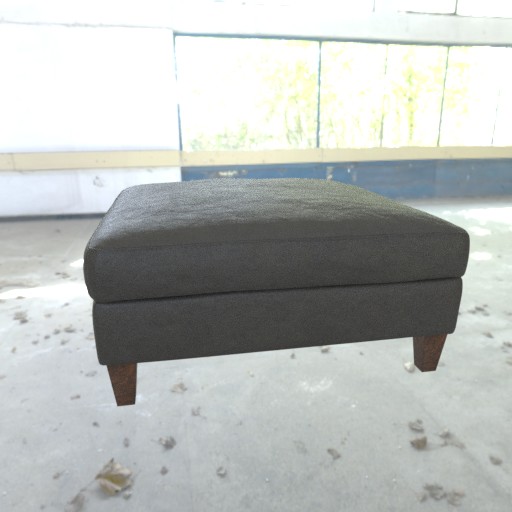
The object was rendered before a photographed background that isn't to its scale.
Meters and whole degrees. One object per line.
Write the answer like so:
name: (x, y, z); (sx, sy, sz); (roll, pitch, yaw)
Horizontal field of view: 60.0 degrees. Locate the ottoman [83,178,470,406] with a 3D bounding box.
ottoman: (0.000, 0.000, 1.317); (0.844, 0.415, 0.836); (-3, 17, -10)
